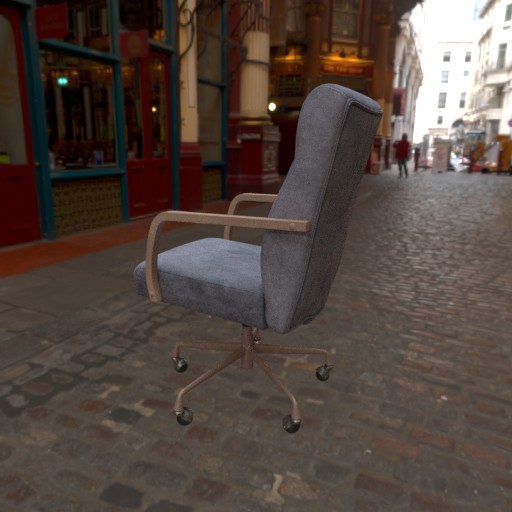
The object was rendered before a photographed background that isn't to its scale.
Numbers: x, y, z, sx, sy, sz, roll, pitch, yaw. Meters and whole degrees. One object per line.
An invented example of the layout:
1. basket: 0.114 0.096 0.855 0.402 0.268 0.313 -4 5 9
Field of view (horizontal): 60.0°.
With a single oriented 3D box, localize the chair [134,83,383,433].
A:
1. chair: 0.000 0.000 1.513 0.741 1.029 0.640 7 16 24
